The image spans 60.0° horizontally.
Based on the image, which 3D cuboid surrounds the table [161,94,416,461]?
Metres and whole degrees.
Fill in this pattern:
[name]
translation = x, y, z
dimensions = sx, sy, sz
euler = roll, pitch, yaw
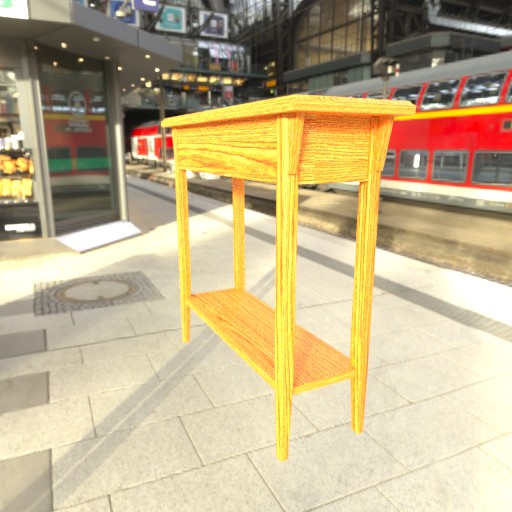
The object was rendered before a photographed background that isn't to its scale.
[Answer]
[table]
translation = 0.000, 0.000, 1.150
dimensions = 0.254, 0.711, 0.762
euler = -7, 16, -26
